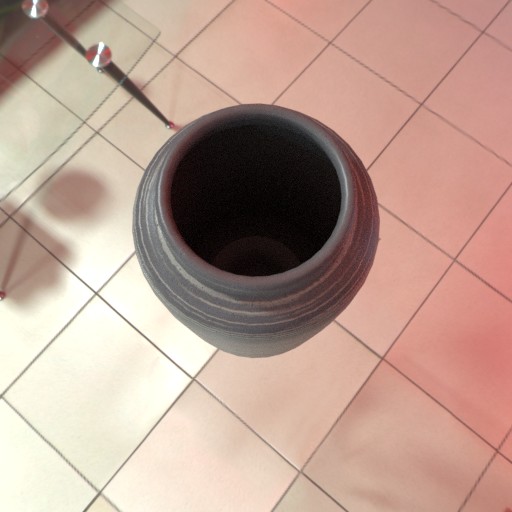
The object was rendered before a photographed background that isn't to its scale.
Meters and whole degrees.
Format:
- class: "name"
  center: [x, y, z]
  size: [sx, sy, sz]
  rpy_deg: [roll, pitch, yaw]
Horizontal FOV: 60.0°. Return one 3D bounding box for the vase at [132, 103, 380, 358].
- class: "vase"
  center: [0.000, 0.000, 0.680]
  size: [0.297, 0.499, 0.297]
  rpy_deg: [0, 75, 0]
